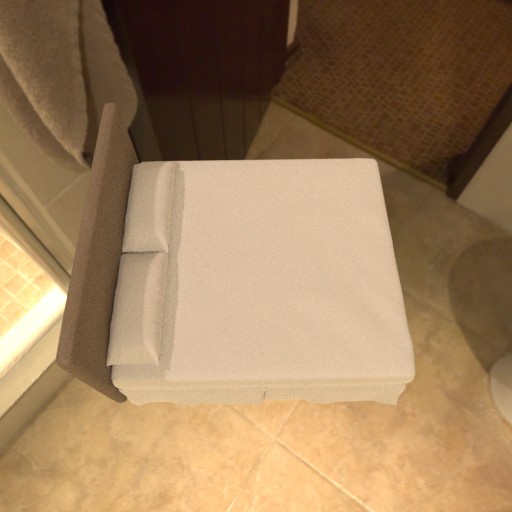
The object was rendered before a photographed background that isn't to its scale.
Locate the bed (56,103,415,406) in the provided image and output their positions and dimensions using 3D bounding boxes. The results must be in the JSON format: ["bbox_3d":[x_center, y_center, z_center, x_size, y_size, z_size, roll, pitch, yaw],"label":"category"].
[{"bbox_3d":[0.000,0.000,3.522,2.341,1.317,2.119,-1,62,0],"label":"bed"}]
